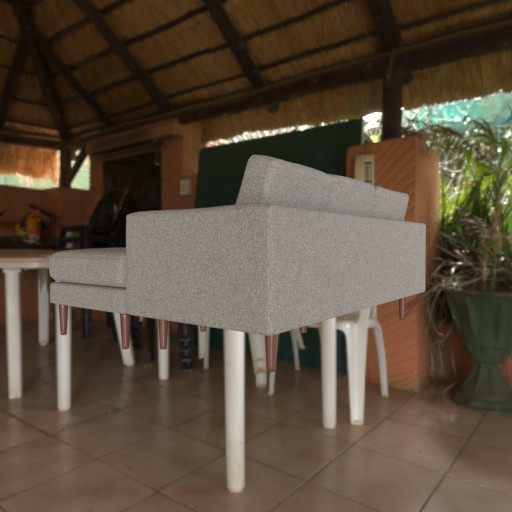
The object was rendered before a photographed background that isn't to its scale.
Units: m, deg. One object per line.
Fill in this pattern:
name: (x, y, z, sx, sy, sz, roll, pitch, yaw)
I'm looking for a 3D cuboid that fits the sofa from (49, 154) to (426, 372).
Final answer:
sofa: (0.000, 0.000, 3.015, 1.667, 0.957, 2.055, 1, 2, 37)
